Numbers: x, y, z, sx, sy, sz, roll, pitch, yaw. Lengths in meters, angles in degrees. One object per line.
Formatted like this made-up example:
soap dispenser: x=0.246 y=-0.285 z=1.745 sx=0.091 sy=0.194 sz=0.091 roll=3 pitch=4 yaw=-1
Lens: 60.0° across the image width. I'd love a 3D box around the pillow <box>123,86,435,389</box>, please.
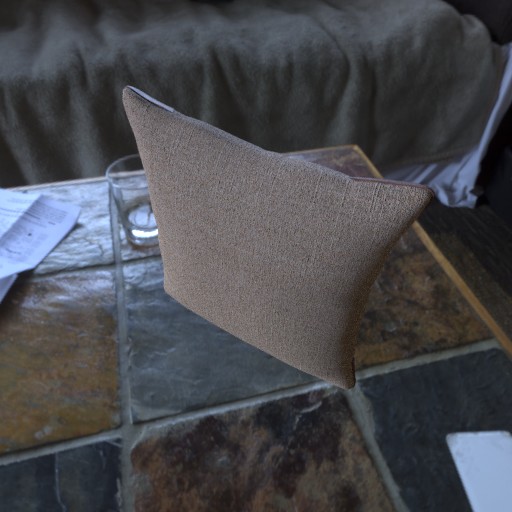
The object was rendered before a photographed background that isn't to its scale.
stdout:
pillow: x=0.000 y=0.000 z=0.692 sx=0.437 sy=0.448 sz=0.147 roll=24 pitch=51 yaw=21
